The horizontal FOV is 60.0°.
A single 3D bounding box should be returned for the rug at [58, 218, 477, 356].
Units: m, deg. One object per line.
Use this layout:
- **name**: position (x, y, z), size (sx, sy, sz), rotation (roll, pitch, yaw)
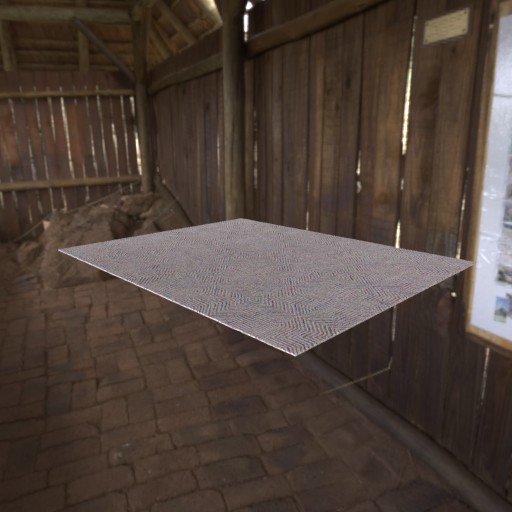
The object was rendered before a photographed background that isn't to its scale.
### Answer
- **rug**: position (0.000, 0.000, 4.115), size (2.442, 0.008, 3.046), rotation (-14, 21, -43)
